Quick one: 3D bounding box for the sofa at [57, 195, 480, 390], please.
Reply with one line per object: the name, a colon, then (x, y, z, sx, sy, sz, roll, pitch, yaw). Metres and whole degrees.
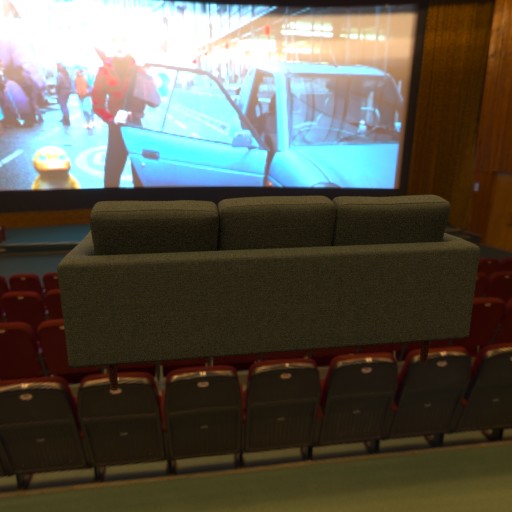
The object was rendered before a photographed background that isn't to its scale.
sofa: (0.000, 0.000, 2.941, 2.055, 0.957, 1.667, -2, 16, -9)
